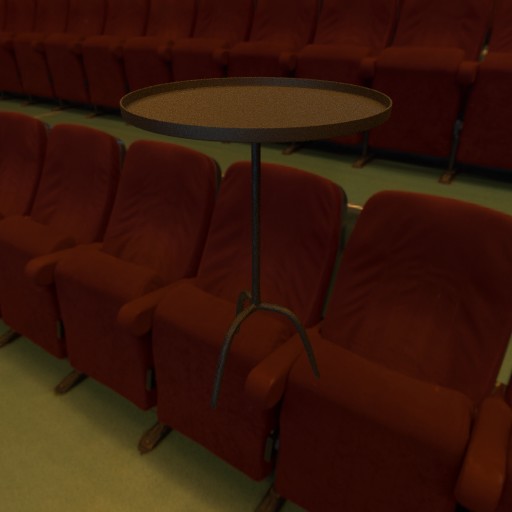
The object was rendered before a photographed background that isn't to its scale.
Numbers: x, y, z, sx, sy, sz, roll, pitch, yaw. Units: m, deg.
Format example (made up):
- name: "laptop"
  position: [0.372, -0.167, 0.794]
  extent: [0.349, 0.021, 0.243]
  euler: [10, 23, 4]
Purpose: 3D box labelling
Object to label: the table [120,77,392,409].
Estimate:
- name: "table"
  position: [0.000, 0.000, 1.017]
  extent: [0.502, 0.700, 0.502]
  euler: [18, 34, 28]
